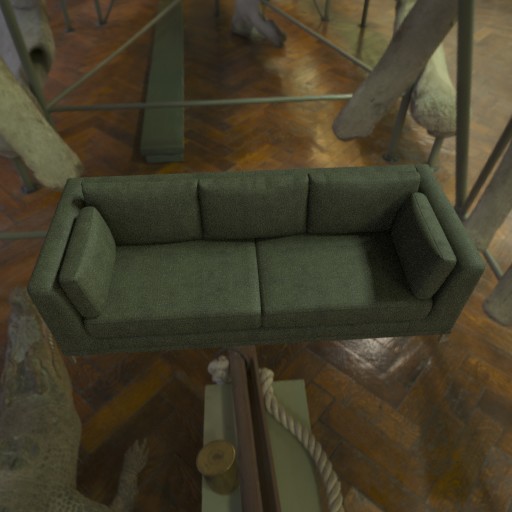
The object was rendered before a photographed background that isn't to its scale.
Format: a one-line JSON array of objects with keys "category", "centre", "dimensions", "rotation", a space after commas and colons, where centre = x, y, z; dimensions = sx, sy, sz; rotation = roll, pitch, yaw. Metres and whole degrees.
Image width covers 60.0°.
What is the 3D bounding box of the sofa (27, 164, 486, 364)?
[{"category": "sofa", "centre": [0.000, 0.000, 2.847], "dimensions": [2.415, 0.867, 0.969], "rotation": [-3, 46, -3]}]
